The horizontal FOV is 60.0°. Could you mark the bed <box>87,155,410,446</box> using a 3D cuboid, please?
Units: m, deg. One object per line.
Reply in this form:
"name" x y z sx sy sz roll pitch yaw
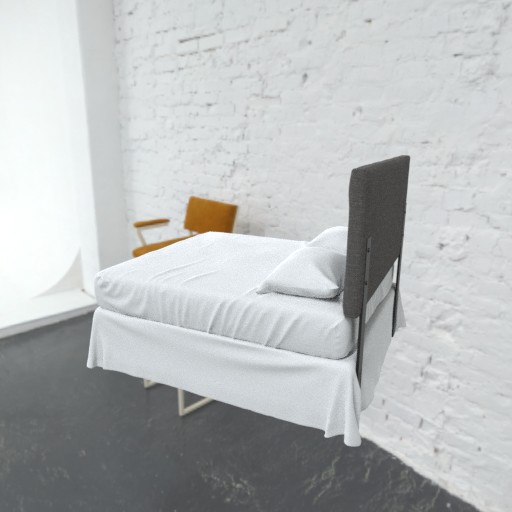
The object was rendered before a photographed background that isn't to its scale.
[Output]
"bed" 0.000 0.000 3.593 2.222 1.577 1.936 7 17 25
